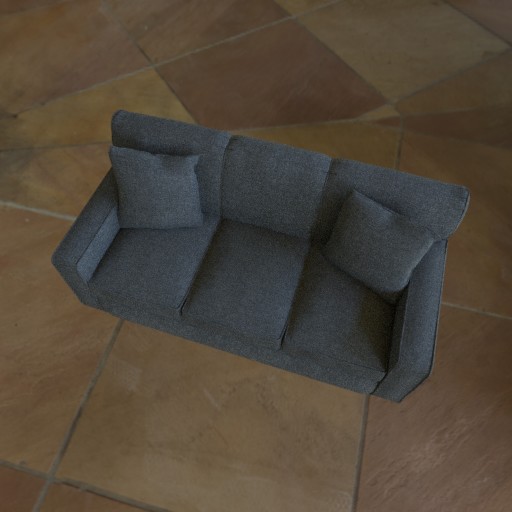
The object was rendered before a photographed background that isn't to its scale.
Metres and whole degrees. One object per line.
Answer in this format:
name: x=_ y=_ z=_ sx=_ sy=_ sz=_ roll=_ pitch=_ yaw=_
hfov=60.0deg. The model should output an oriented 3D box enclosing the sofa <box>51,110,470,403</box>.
sofa: x=0.000 y=0.000 z=2.555 sx=2.024 sy=0.958 sz=0.997 roll=15 pitch=59 yaw=9
